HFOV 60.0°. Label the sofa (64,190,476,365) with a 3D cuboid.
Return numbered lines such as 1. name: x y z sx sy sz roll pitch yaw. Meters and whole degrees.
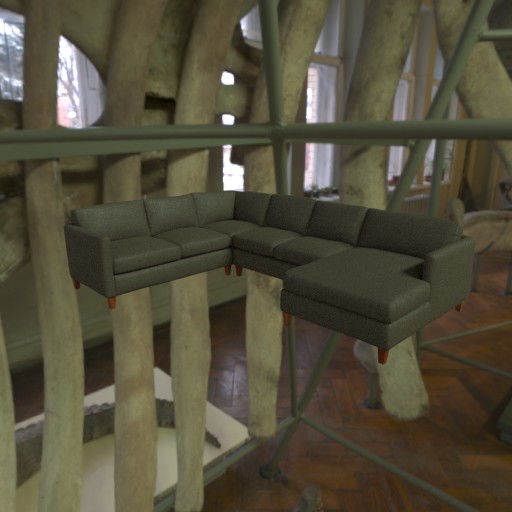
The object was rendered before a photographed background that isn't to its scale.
1. sofa: 0.000 0.000 4.595 2.594 0.961 3.460 -15 22 -43
